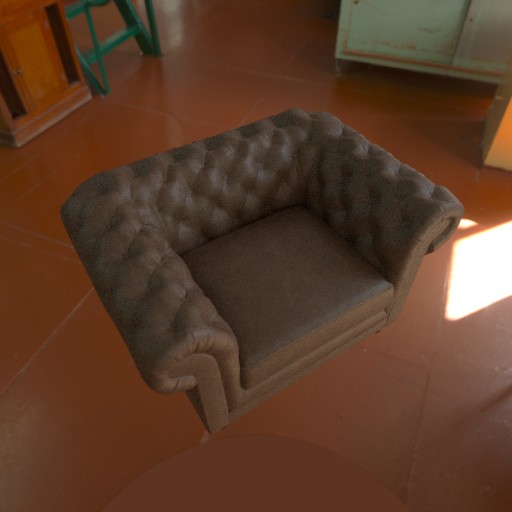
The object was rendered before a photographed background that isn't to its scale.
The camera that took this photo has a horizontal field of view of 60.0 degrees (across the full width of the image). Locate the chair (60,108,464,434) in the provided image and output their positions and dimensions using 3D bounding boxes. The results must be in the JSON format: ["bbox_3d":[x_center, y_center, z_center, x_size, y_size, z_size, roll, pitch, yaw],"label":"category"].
[{"bbox_3d":[0.000,0.000,1.888,1.298,0.784,0.954,-25,51,-22],"label":"chair"}]
